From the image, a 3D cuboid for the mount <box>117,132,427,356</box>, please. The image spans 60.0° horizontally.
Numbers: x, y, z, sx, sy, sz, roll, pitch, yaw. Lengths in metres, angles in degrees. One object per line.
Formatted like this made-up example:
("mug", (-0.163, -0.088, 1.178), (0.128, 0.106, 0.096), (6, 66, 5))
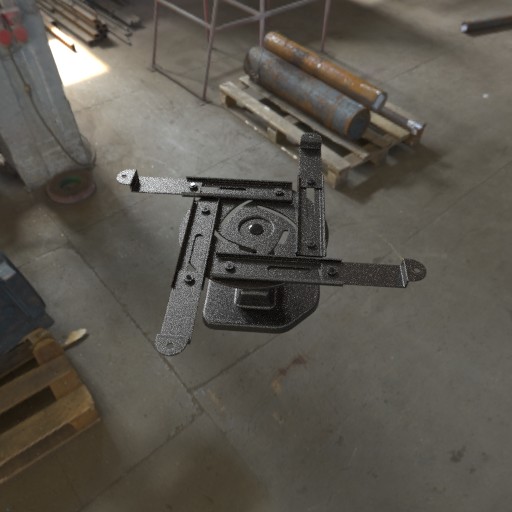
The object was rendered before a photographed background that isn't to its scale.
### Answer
("mount", (0.000, 0.000, 0.605), (0.394, 0.141, 0.394), (3, 48, 3))
